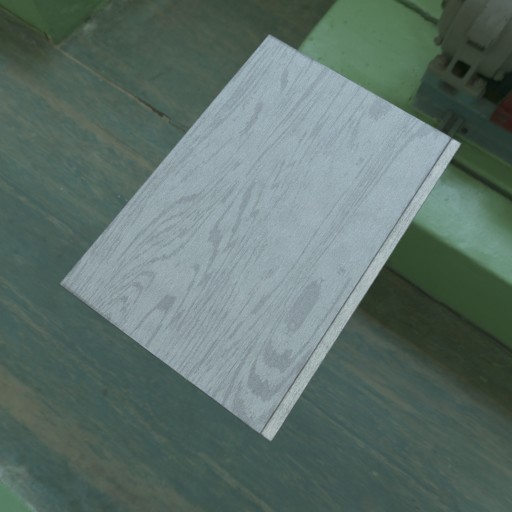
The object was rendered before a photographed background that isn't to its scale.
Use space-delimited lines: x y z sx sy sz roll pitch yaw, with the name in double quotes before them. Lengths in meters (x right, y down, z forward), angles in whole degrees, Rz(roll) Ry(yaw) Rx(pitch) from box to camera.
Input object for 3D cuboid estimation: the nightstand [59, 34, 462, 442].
"nightstand" 0.000 0.000 1.089 0.483 0.673 0.612 34 77 9
